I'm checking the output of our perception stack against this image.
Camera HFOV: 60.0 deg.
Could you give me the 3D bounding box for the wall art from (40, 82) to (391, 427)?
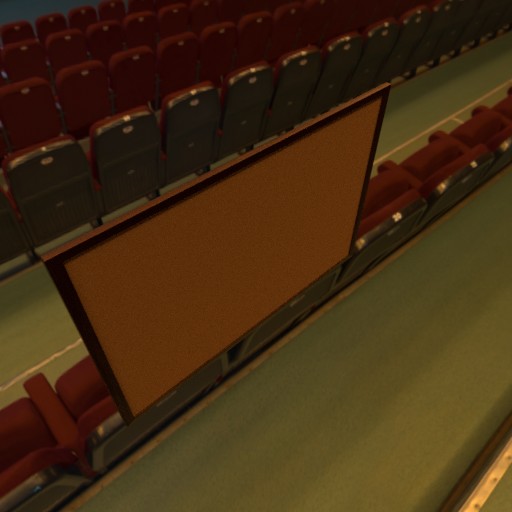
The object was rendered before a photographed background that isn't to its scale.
[{"bbox_3d":[0.000,0.000,1.015,0.816,0.559,0.014,-33,55,-28],"label":"wall art"}]
